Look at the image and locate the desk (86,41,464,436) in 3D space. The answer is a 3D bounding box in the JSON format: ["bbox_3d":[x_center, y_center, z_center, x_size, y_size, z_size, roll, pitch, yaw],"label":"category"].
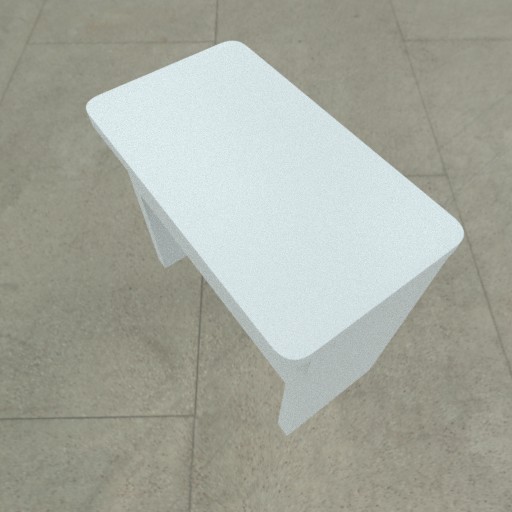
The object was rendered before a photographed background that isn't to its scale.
[{"bbox_3d":[0.000,0.000,1.264,0.446,0.760,0.790,-32,63,-18],"label":"desk"}]
